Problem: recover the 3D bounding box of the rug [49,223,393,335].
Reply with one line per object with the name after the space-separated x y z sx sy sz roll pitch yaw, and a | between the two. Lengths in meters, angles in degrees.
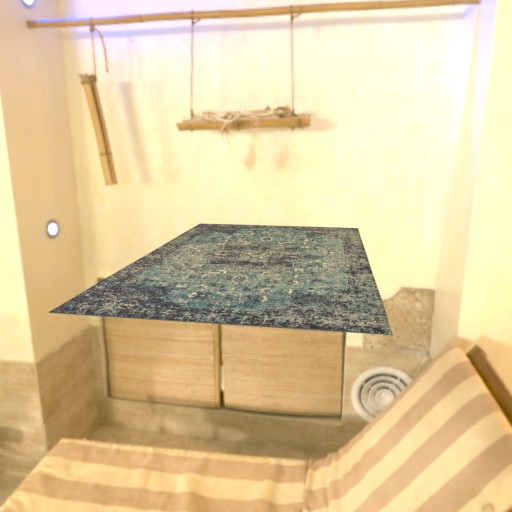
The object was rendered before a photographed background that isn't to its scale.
0.000 0.000 3.074 1.525 0.007 2.440 2 14 9 | rug
